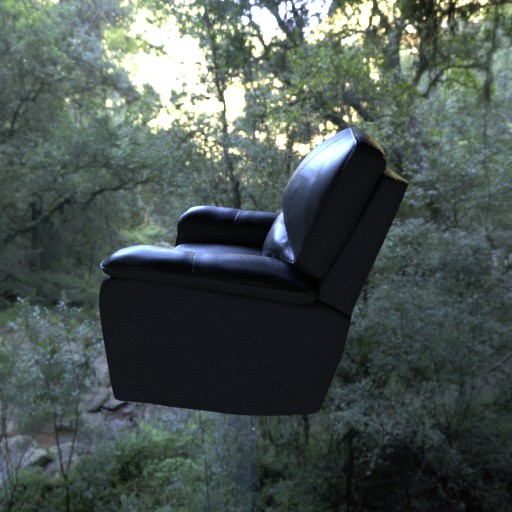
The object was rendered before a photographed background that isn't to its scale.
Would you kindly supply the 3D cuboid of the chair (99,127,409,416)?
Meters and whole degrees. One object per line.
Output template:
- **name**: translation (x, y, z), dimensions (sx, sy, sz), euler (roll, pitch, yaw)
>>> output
- **chair**: translation (0.000, 0.000, 1.985), dimensions (1.087, 1.109, 1.096), euler (2, 16, 8)
